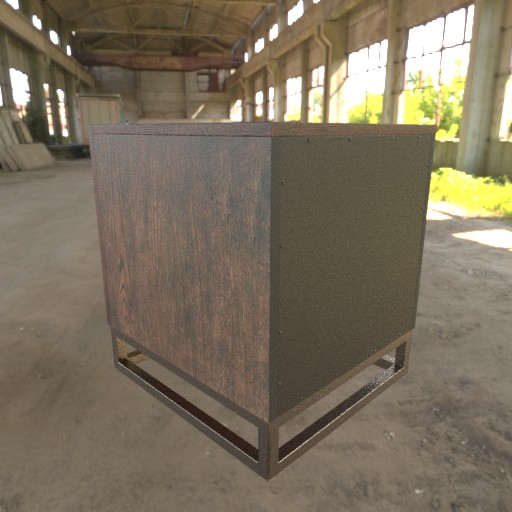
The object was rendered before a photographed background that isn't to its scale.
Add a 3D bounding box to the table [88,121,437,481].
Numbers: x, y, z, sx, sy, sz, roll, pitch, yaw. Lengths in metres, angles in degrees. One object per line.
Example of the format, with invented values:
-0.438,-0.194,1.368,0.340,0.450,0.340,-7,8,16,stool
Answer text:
0.000,0.000,1.024,0.566,0.582,0.506,15,22,43,table
